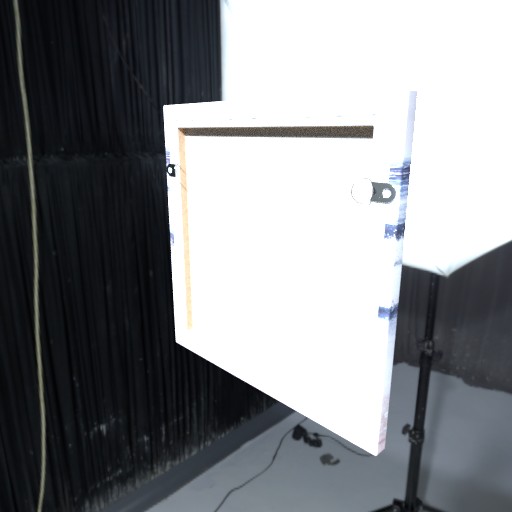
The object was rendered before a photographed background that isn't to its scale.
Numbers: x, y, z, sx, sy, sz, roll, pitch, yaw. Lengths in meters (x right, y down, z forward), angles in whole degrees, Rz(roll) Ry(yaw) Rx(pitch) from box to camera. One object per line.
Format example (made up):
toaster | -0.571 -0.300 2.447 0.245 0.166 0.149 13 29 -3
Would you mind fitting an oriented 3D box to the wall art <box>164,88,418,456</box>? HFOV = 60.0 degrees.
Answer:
wall art | 0.000 0.000 1.117 0.065 0.747 0.755 -15 21 -42
